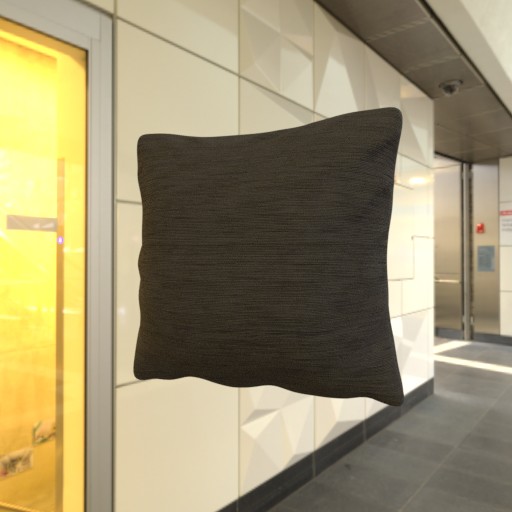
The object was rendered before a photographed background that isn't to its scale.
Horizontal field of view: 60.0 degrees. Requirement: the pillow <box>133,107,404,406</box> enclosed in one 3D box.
[{"bbox_3d":[0.000,0.000,0.682,0.432,0.414,0.246,0,-1,20],"label":"pillow"}]
